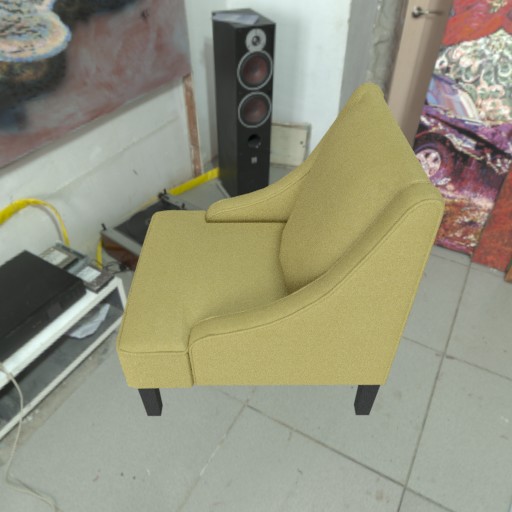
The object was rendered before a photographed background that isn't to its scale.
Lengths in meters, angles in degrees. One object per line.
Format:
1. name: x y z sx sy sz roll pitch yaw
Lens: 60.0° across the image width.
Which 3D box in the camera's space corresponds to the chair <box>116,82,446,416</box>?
1. chair: 0.000 0.000 1.464 0.814 0.896 0.696 0 41 0
